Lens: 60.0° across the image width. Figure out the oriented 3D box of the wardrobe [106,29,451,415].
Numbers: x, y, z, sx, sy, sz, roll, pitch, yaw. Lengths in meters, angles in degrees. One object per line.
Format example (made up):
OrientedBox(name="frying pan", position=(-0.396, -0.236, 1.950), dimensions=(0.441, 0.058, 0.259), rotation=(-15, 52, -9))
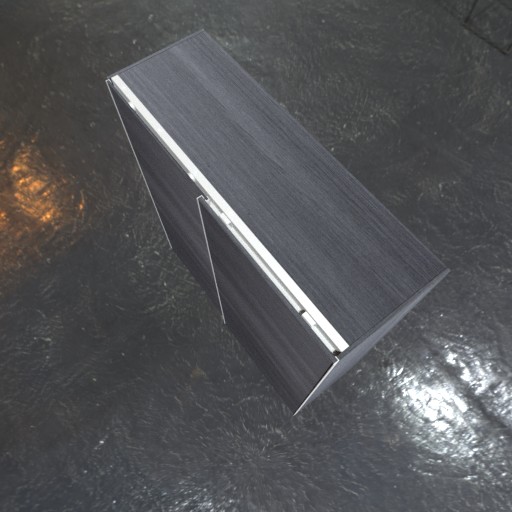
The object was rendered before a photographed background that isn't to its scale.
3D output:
OrientedBox(name="wardrobe", position=(0.000, 0.000, 2.894), dimensions=(0.629, 1.960, 1.780), rotation=(-34, 70, -15))
